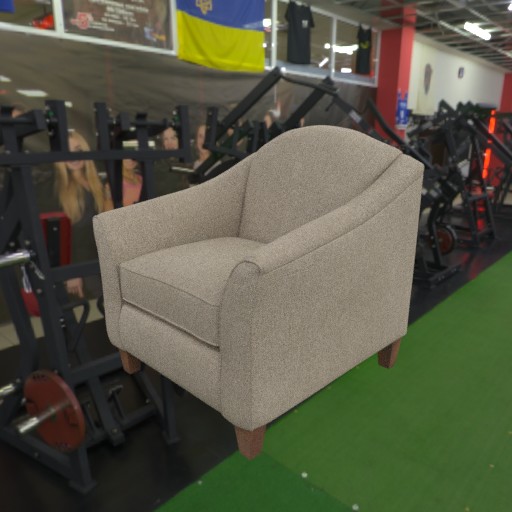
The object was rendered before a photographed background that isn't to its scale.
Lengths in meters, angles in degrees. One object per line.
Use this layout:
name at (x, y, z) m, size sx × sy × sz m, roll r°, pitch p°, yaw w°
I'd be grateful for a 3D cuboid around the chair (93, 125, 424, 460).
chair at (0.000, 0.000, 1.476) m, size 0.763 × 0.839 × 0.787 m, roll 15°, pitch 22°, yaw 42°
